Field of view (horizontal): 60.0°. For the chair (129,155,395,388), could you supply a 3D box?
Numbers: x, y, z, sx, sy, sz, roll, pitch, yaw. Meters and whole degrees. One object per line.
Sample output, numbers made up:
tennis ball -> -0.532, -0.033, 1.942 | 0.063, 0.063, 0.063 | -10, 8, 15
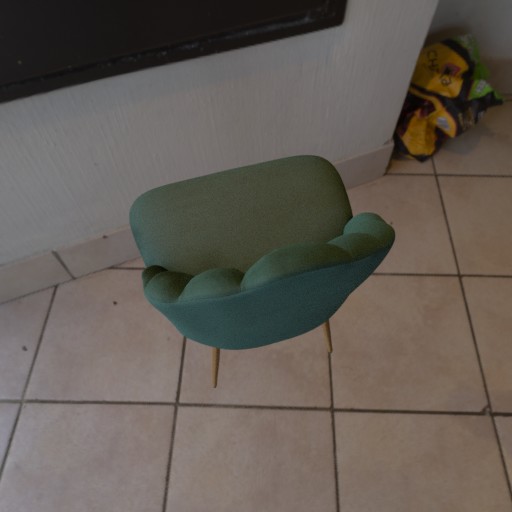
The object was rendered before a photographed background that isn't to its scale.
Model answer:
chair -> 0.000, 0.000, 1.288 | 0.657, 0.819, 0.599 | -14, 59, -9
